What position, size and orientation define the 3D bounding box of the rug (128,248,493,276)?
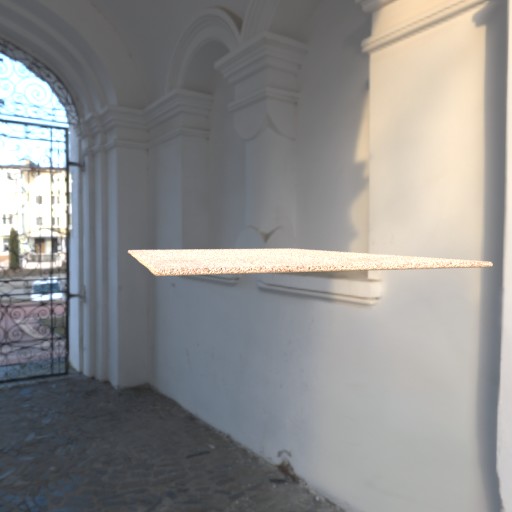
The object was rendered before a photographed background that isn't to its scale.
[{"bbox_3d":[0.000,0.000,3.386,1.778,0.030,2.743,-1,3,-18],"label":"rug"}]
